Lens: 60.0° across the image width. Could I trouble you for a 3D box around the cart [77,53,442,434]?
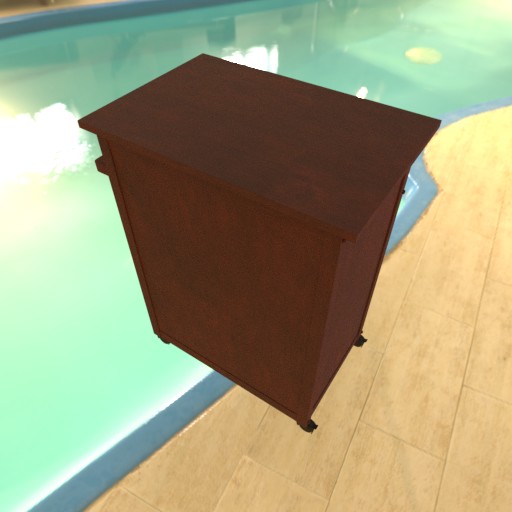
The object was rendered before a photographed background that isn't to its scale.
[{"bbox_3d":[0.000,0.000,1.283,0.683,0.864,0.442,25,51,23],"label":"cart"}]
